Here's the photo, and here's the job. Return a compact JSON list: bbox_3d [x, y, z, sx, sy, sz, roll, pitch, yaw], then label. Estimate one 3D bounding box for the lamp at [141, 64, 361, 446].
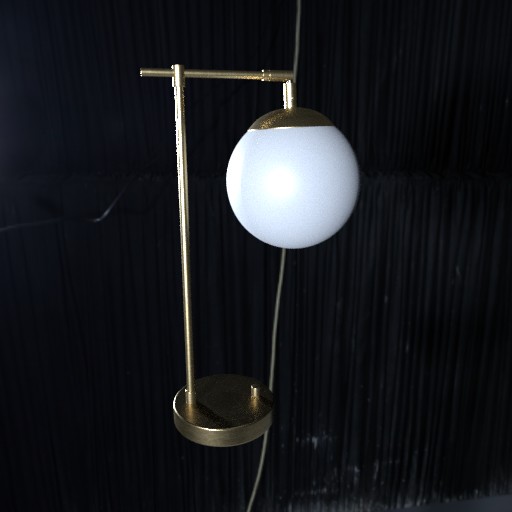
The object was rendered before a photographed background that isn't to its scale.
[{"bbox_3d":[0.000,0.000,0.707,0.324,0.559,0.207,-2,14,-10],"label":"lamp"}]
